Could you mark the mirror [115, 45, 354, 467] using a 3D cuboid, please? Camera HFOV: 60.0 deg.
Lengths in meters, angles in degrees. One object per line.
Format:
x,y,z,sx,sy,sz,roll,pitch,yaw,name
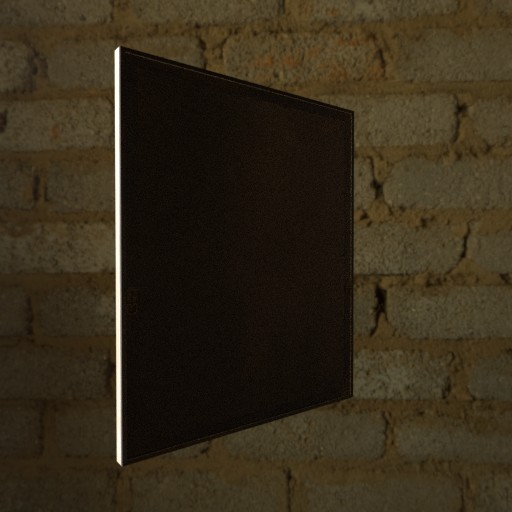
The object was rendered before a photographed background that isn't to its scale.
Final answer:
0.000,0.000,1.160,0.730,0.882,0.032,-1,1,-37,mirror
